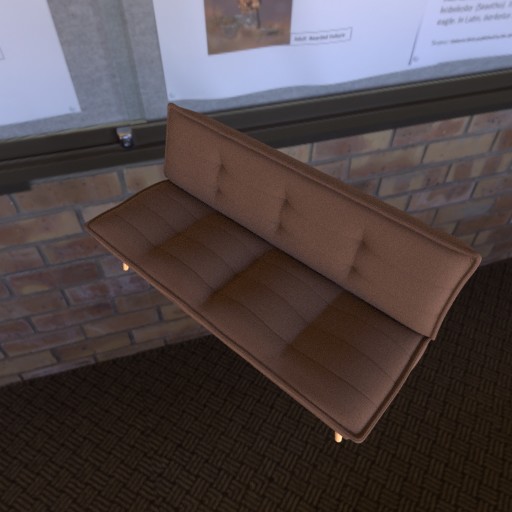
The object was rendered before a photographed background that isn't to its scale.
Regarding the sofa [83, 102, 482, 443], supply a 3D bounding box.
[{"bbox_3d":[0.000,0.000,2.410,1.940,0.890,0.950,33,55,27],"label":"sofa"}]
